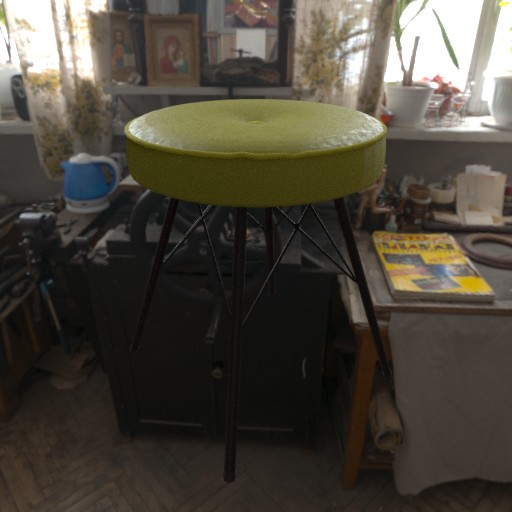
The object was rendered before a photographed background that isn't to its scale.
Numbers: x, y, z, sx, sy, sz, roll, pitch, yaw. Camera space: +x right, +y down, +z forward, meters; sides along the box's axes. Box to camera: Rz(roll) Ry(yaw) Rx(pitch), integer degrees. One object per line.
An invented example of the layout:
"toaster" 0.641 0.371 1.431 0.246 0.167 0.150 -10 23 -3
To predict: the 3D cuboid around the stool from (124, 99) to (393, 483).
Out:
"stool" 0.000 0.000 0.816 0.409 0.508 0.409 -19 33 -31
